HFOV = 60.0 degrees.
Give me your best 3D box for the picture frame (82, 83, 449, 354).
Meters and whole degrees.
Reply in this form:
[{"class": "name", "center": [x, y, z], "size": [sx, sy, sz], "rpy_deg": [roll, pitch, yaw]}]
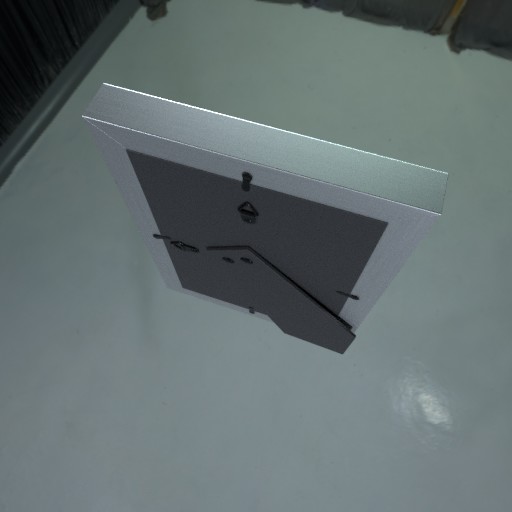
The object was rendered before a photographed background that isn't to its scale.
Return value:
[{"class": "picture frame", "center": [0.000, 0.000, 0.280], "size": [0.157, 0.208, 0.028], "rpy_deg": [17, 66, 8]}]
